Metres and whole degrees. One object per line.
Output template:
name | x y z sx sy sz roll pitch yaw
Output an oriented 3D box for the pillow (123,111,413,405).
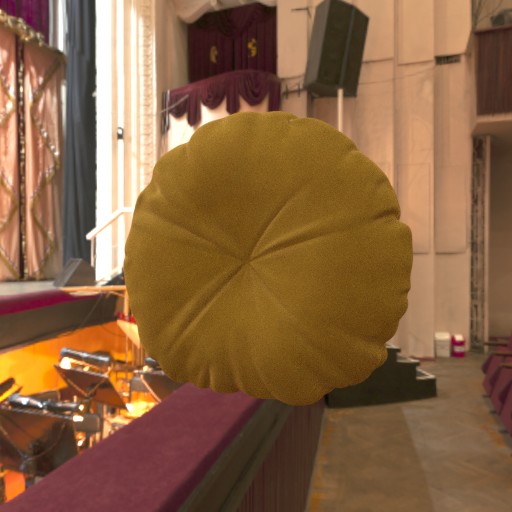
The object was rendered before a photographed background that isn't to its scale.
pillow | 0.000 0.000 0.641 0.428 0.407 0.148 0 0 19
